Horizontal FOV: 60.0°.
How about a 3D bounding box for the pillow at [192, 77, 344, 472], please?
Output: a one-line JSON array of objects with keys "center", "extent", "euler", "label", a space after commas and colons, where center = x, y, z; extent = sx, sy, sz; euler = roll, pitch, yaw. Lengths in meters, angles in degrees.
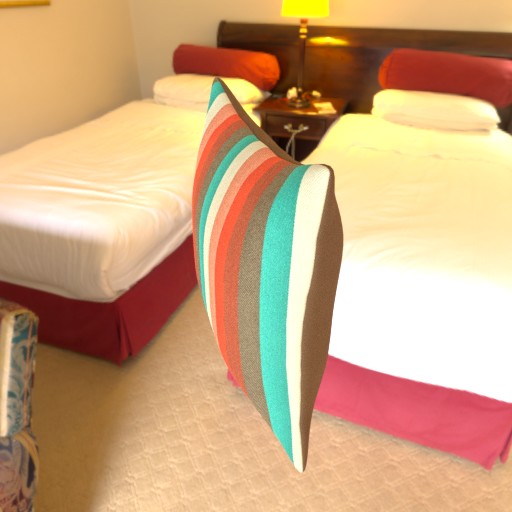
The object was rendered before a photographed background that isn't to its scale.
[{"center": [0.000, 0.000, 0.677], "extent": [0.168, 0.443, 0.453], "euler": [-9, 33, -14], "label": "pillow"}]
